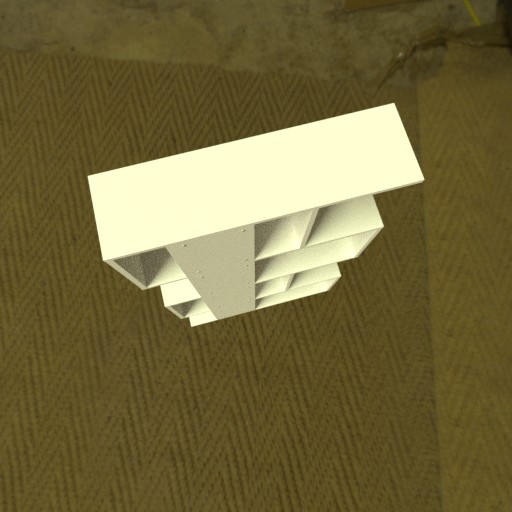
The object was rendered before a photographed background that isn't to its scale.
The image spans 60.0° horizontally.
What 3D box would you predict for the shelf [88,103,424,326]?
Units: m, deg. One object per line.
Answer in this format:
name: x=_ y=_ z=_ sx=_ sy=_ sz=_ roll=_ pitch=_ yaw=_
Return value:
shelf: x=0.000 y=0.000 z=2.012 sx=0.890 sy=1.650 sz=0.250 roll=-14 pitch=75 yaw=-4
